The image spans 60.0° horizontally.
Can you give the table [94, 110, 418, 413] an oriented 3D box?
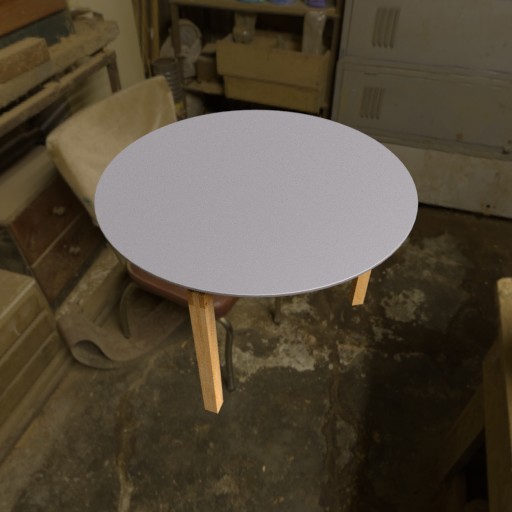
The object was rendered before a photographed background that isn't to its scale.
[{"bbox_3d":[0.000,0.000,0.988,0.600,0.405,0.600,0,43,0],"label":"table"}]
